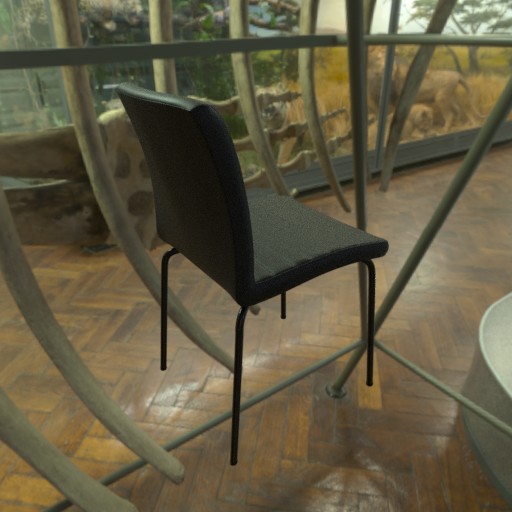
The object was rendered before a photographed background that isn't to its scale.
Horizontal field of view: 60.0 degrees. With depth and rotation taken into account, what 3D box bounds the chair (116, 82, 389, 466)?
[{"bbox_3d":[0.000,0.000,1.177,0.572,0.872,0.450,-18,32,-31],"label":"chair"}]
